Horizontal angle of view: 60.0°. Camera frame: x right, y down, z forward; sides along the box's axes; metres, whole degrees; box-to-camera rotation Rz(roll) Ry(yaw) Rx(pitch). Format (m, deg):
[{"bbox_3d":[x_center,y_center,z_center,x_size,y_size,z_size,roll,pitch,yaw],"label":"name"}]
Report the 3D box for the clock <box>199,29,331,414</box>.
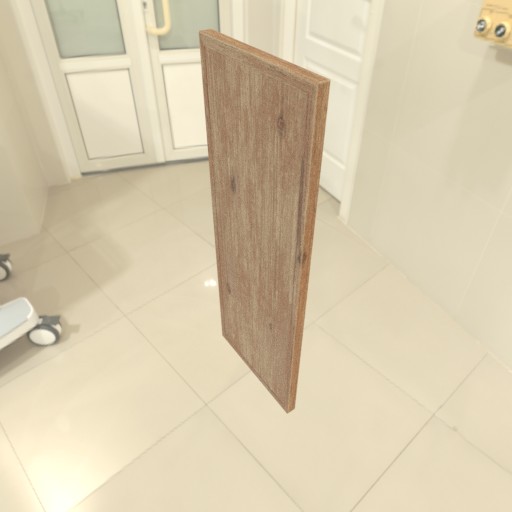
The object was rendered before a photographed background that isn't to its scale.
[{"bbox_3d":[0.000,0.000,1.108,0.030,0.965,0.361,-25,47,-26],"label":"clock"}]
